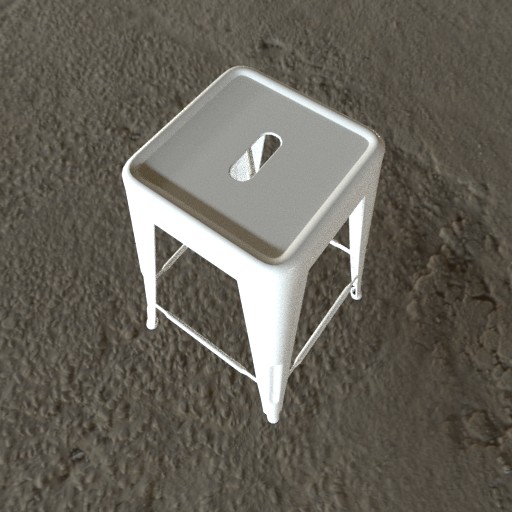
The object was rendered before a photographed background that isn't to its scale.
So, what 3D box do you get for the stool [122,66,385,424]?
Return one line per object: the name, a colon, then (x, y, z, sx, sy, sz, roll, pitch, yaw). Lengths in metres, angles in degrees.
stool: (0.000, 0.000, 0.876, 0.406, 0.610, 0.406, 33, 67, 16)
